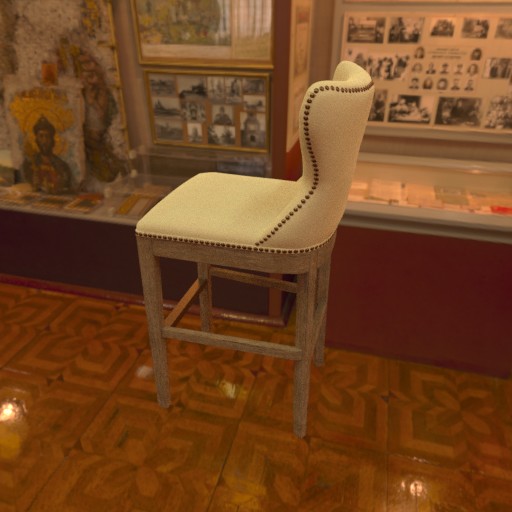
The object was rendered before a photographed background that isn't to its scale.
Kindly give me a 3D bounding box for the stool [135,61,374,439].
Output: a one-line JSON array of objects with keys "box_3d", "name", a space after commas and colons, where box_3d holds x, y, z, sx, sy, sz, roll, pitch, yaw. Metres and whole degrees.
[{"box_3d": [0.000, 0.000, 1.420, 0.606, 1.123, 0.494, 9, 31, 15], "name": "stool"}]
